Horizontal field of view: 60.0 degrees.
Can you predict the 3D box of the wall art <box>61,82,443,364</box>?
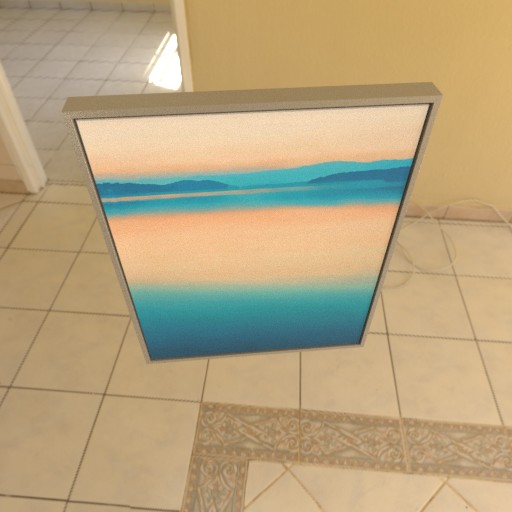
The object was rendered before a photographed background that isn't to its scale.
[{"bbox_3d":[0.000,0.000,0.735,0.453,0.554,0.037,-4,46,-4],"label":"wall art"}]
